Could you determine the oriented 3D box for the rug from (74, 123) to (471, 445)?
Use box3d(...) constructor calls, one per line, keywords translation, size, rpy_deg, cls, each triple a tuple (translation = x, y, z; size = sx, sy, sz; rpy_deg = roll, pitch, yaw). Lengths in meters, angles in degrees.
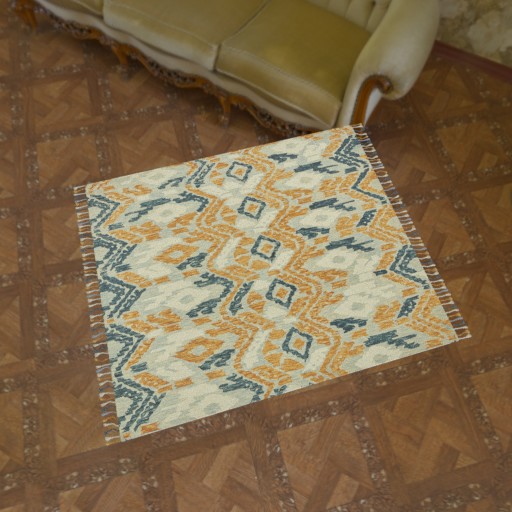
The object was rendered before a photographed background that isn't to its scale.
box3d(translation=(0.000, 0.000, 4.025), size=(3.048, 0.010, 2.439), rpy_deg=(-14, 64, -7), cls="rug")
